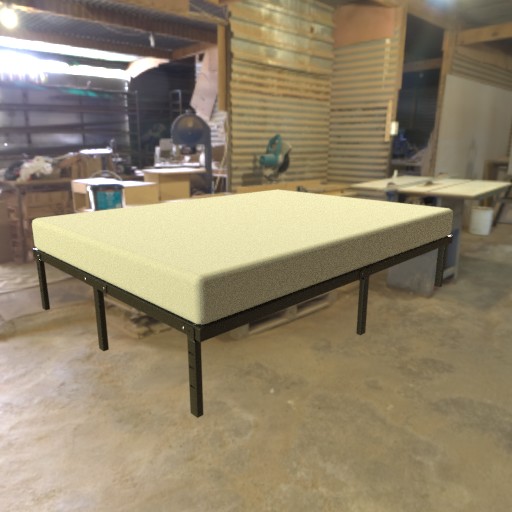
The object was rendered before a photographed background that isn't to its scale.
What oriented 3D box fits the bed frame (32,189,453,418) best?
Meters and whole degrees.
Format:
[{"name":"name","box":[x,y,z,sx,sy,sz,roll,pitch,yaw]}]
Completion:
[{"name":"bed frame","box":[0.000,0.000,3.472,2.635,0.680,1.990,-14,21,-43]}]
